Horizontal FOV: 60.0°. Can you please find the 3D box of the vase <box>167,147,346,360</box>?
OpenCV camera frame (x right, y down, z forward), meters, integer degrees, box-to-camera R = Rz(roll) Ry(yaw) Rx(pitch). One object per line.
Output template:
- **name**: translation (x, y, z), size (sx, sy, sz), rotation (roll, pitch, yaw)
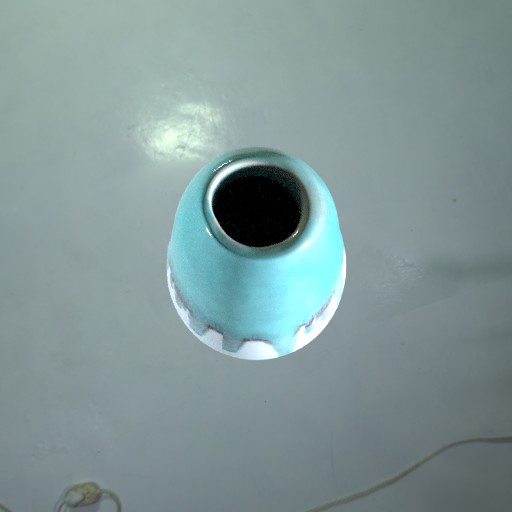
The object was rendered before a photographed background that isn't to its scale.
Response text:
- **vase**: translation (0.000, 0.000, 0.256), size (0.116, 0.179, 0.116), rotation (0, 76, 0)
